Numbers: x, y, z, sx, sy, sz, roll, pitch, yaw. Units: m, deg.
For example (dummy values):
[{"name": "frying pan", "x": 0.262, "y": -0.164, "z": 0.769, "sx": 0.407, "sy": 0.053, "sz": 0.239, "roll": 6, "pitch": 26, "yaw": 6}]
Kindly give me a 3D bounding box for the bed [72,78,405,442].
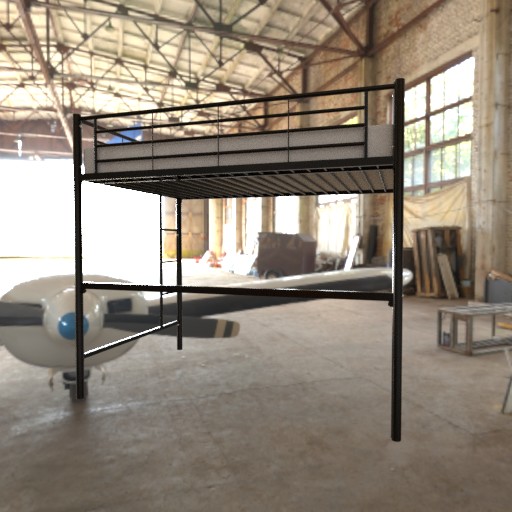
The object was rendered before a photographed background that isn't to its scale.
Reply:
[{"name": "bed", "x": 0.000, "y": 0.000, "z": 3.158, "sx": 1.994, "sy": 1.803, "sz": 1.397, "roll": 1, "pitch": 2, "yaw": 18}]
